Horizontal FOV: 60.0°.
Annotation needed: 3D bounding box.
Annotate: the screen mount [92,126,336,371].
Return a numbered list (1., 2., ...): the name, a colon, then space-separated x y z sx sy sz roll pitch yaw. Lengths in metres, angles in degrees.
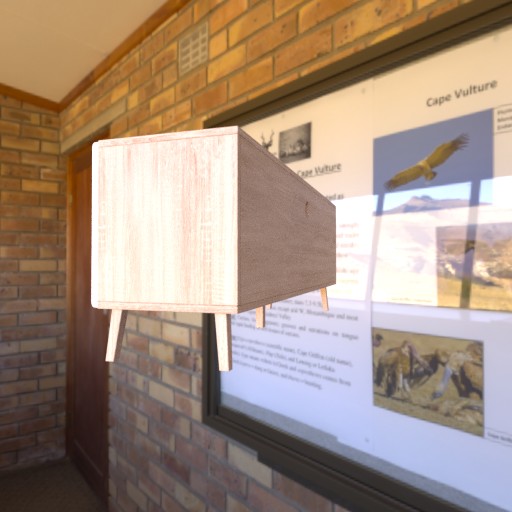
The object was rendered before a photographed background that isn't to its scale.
1. screen mount: 0.000 0.000 1.783 0.420 0.570 1.500 0 -1 19
